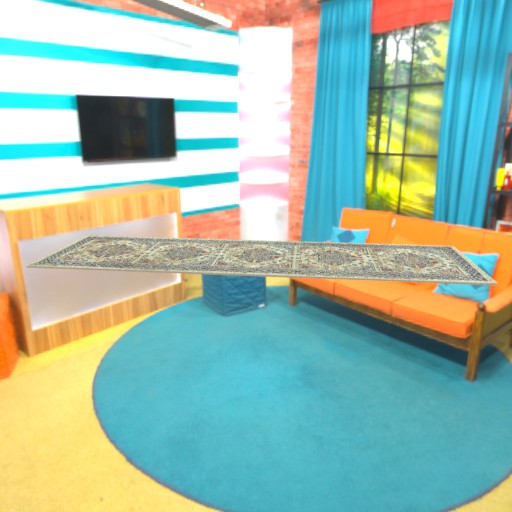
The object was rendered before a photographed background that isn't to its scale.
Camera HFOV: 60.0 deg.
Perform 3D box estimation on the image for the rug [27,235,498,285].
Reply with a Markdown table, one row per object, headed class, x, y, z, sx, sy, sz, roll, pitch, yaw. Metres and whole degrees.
| class | x | y | z | sx | sy | sz | roll | pitch | yaw |
| --- | --- | --- | --- | --- | --- | --- | --- | --- | --- |
| rug | 0.000 | 0.000 | 2.460 | 2.297 | 0.013 | 0.661 | 2 | 17 | 6 |
